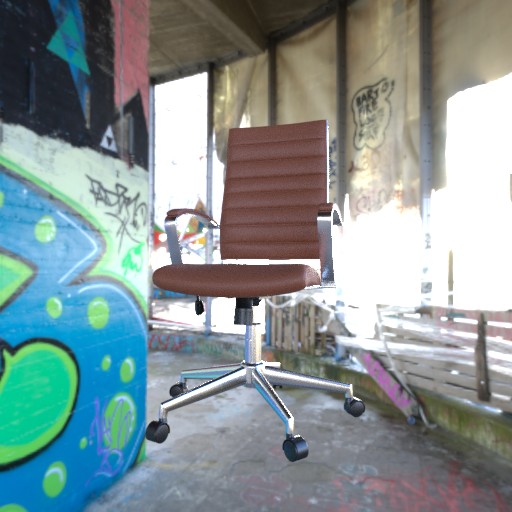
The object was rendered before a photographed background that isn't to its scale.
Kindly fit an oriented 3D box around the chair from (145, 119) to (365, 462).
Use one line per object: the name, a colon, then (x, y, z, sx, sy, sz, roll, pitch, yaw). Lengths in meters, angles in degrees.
chair: (0.000, 0.000, 1.625, 0.766, 1.149, 0.739, 0, -1, 17)
